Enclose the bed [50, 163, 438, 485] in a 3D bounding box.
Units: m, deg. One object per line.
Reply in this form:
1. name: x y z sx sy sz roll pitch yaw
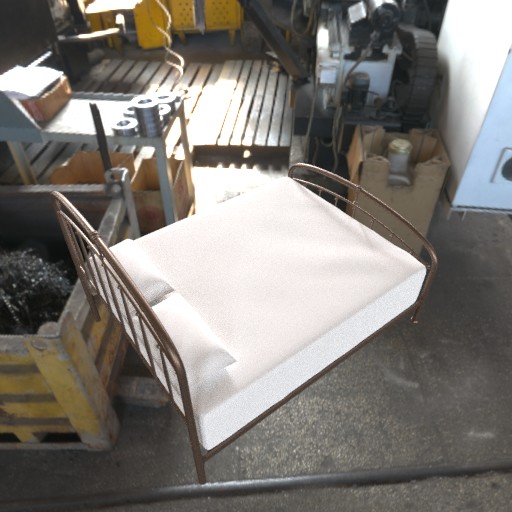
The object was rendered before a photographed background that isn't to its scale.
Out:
1. bed: 0.000 0.000 3.256 2.168 1.475 1.711 -27 49 -27
